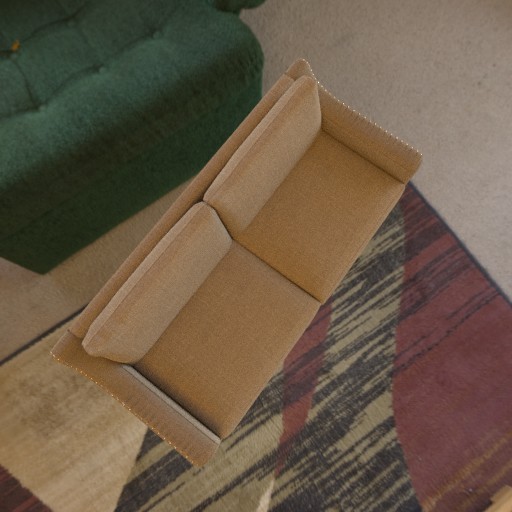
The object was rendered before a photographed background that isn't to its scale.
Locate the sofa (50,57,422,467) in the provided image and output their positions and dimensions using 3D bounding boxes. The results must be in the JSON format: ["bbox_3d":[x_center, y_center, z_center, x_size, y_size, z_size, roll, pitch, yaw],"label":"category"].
[{"bbox_3d":[0.000,0.000,2.665,1.000,0.857,2.208,36,78,9],"label":"sofa"}]
